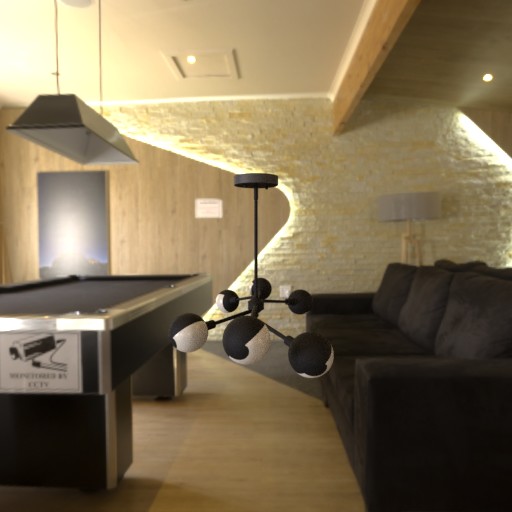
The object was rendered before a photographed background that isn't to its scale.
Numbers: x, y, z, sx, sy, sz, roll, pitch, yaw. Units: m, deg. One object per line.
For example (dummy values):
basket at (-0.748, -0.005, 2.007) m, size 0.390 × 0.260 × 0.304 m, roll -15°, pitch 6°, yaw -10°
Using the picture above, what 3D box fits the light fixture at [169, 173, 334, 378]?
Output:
light fixture at (0.000, 0.000, 1.013) m, size 0.434 × 0.362 × 0.778 m, roll 1°, pitch 2°, yaw 18°
